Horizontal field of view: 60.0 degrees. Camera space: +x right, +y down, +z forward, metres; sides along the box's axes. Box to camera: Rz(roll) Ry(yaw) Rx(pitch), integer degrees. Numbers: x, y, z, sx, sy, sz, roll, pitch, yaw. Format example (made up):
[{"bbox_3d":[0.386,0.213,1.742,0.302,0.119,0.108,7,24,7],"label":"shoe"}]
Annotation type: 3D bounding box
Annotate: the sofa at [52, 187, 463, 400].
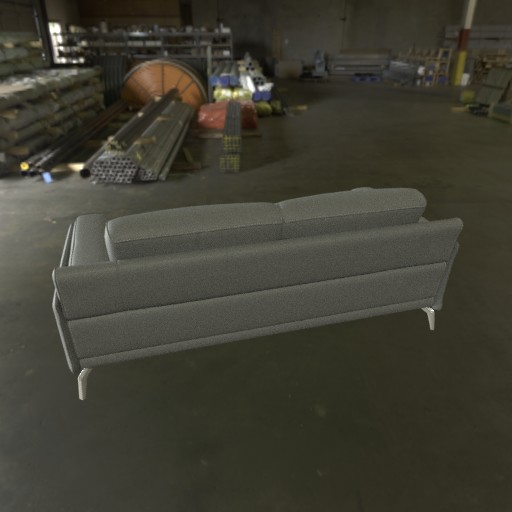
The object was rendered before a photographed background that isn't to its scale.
[{"bbox_3d":[0.000,0.000,2.576,2.100,0.900,0.969,-8,28,-15],"label":"sofa"}]
